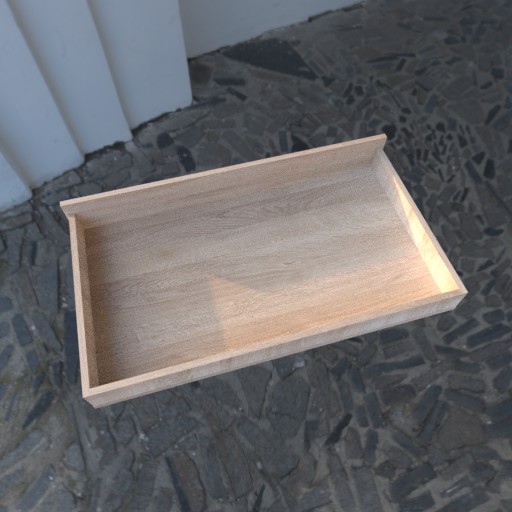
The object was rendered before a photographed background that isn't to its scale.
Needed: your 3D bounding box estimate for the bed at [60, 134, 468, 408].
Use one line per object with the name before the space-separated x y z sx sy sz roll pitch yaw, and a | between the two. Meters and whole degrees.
bed | 0.000 0.000 1.516 1.200 0.209 0.685 -14 59 -8
